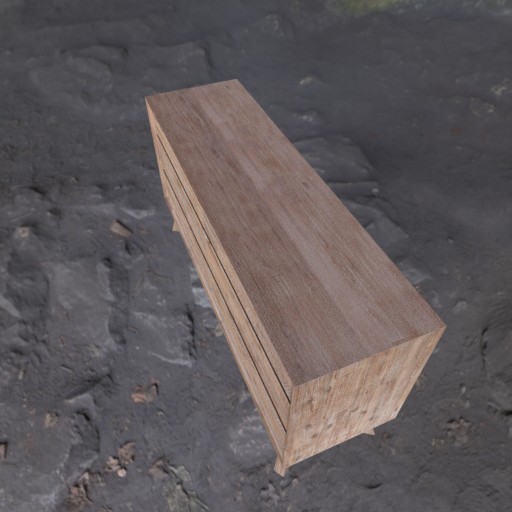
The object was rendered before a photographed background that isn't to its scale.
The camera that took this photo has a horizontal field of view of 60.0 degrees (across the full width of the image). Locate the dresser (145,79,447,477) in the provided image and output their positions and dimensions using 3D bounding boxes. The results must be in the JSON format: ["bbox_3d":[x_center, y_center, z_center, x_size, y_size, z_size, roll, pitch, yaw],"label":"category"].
[{"bbox_3d":[0.000,0.000,1.909,0.455,0.805,1.554,-17,50,-15],"label":"dresser"}]
